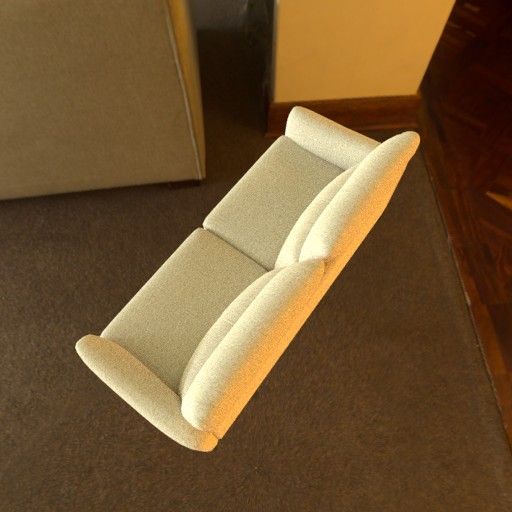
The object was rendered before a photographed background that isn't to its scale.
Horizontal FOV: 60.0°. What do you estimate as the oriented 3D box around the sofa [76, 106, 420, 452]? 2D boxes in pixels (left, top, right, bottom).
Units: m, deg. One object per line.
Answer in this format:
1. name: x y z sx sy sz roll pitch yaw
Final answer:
1. sofa: 0.000 0.000 2.498 0.856 0.956 2.015 34 69 15
